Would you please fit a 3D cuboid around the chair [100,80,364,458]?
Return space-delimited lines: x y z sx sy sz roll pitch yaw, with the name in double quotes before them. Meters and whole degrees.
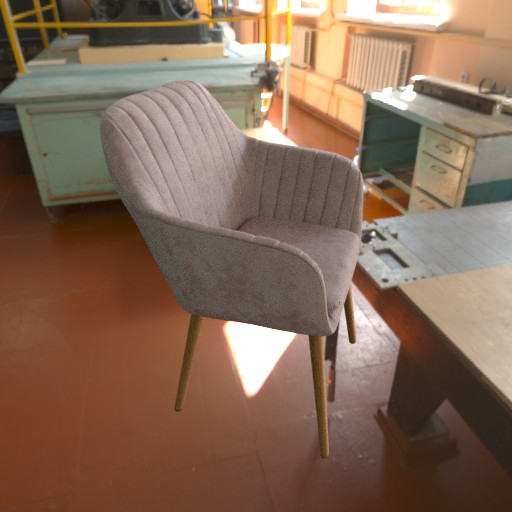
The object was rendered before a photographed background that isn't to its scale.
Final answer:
"chair" 0.000 0.000 1.207 0.570 0.832 0.610 10 32 17
